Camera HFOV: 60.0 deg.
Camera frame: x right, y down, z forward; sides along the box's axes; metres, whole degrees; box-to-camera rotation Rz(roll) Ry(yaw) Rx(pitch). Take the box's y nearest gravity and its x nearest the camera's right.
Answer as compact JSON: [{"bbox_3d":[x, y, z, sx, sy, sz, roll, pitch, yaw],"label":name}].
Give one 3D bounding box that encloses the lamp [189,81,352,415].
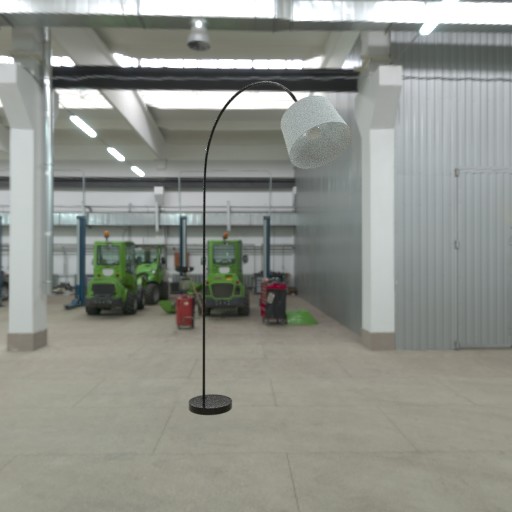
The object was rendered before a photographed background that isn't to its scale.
[{"bbox_3d":[0.000,0.000,2.659,0.331,2.104,1.363,0,0,-37],"label":"lamp"}]
